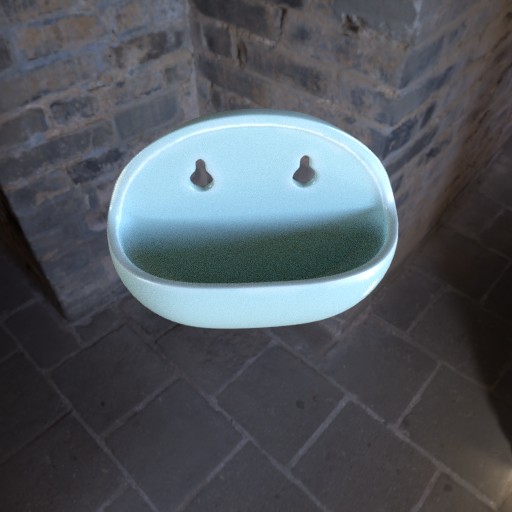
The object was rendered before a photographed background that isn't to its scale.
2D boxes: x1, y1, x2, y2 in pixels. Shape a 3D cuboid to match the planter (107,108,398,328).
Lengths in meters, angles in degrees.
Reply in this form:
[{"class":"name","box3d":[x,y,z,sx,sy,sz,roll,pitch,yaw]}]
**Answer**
[{"class":"planter","box3d":[0.000,0.000,0.281,0.189,0.164,0.073,-3,47,-2]}]
